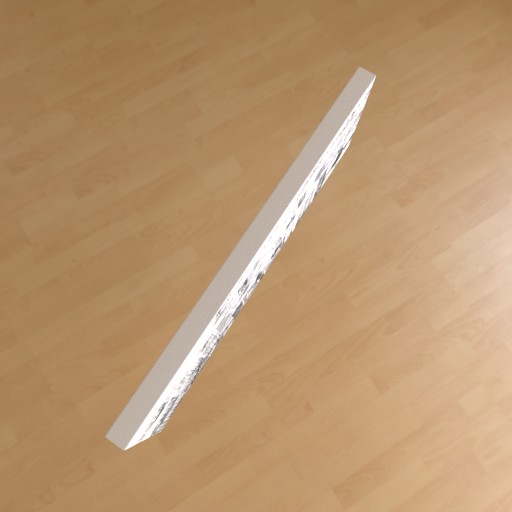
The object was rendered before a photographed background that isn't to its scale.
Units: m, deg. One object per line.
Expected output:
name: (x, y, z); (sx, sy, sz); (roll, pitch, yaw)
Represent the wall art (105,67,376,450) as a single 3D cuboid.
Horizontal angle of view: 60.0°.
wall art: (0.000, 0.000, 0.857); (0.038, 0.255, 0.763); (32, 77, 9)
